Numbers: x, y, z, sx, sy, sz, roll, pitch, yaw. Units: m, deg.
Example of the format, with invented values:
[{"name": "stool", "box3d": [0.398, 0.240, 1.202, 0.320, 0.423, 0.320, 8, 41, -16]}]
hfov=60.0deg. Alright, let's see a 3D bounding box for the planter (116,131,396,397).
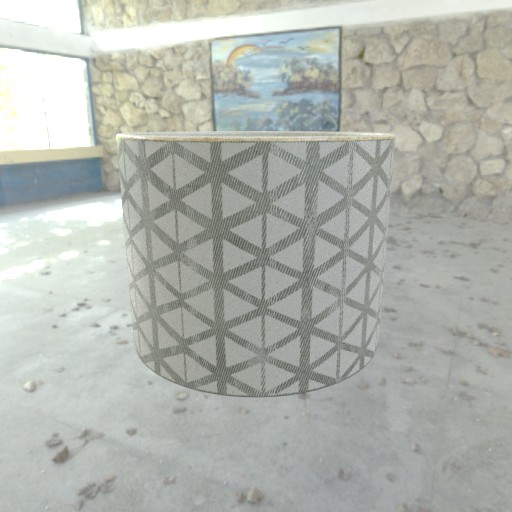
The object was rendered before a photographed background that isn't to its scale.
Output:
[{"name": "planter", "box3d": [0.000, 0.000, 0.447, 0.250, 0.239, 0.250, 0, 16, 0]}]
